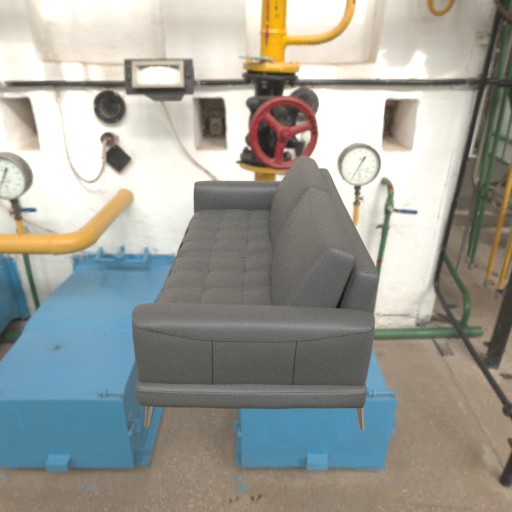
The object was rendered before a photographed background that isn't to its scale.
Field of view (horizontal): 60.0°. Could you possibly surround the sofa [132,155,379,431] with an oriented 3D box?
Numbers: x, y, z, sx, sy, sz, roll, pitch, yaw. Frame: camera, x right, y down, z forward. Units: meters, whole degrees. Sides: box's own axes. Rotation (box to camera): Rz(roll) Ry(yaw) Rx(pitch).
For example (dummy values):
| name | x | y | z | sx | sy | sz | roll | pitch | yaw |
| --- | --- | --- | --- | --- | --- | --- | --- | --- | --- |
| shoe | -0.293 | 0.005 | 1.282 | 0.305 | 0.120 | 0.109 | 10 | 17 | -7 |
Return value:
| name | x | y | z | sx | sy | sz | roll | pitch | yaw |
| --- | --- | --- | --- | --- | --- | --- | --- | --- | --- |
| sofa | 0.000 | 0.000 | 2.878 | 1.121 | 0.930 | 2.177 | 0 | 26 | 1 |
